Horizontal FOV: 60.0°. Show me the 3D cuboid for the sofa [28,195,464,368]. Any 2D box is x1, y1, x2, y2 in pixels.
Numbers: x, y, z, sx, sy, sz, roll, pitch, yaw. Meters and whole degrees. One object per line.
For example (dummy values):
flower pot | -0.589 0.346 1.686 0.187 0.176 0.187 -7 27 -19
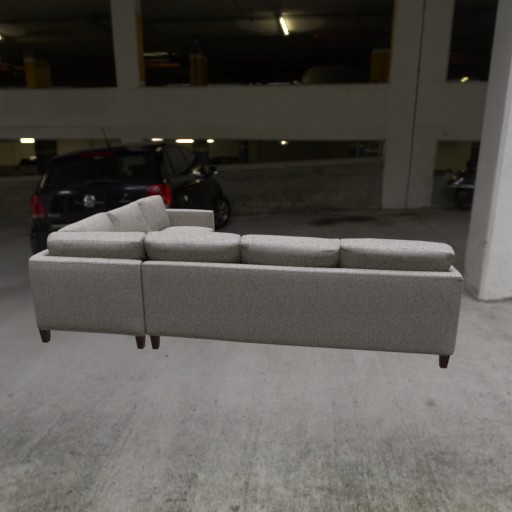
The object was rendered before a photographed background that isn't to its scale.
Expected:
sofa | 0.000 0.000 4.522 3.302 0.947 2.593 2 15 8
